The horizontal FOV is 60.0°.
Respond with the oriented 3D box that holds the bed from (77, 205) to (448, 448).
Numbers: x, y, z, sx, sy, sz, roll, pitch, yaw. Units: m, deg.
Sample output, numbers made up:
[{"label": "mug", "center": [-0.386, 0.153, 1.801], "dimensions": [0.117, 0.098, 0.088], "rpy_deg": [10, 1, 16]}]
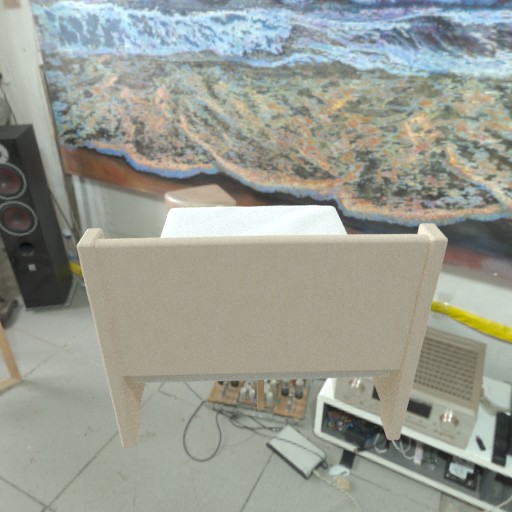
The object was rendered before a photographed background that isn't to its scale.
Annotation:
[{"label": "bed", "center": [0.000, 0.000, 3.456], "dimensions": [1.778, 1.471, 2.293], "rpy_deg": [-1, 30, -2]}]
